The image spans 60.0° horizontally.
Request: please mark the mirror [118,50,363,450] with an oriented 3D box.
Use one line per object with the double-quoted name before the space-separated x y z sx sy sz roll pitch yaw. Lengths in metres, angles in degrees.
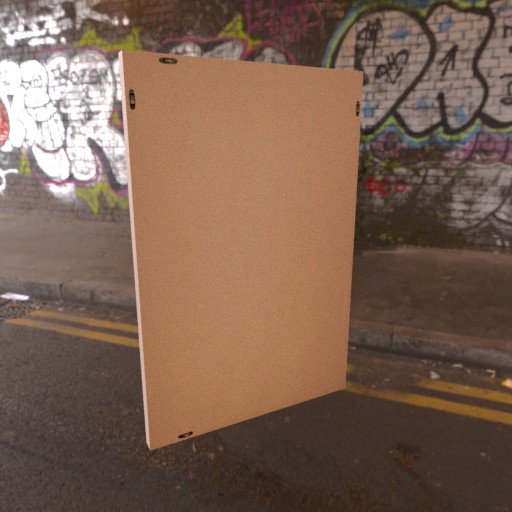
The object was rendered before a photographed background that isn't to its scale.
"mirror" 0.000 0.000 1.133 0.609 0.915 0.041 -8 16 -27
